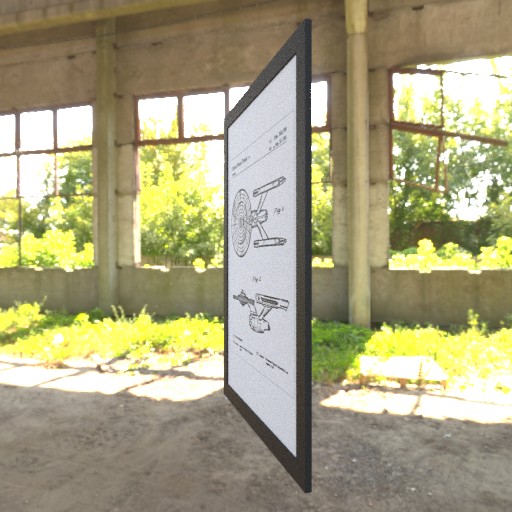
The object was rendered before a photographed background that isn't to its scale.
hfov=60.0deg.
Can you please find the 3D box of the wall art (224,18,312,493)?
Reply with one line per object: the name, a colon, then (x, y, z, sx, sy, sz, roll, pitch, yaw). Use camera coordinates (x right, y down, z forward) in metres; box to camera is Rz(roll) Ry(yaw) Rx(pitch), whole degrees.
wall art: (0.000, 0.000, 0.676, 0.008, 0.530, 0.379, 0, 0, -18)
